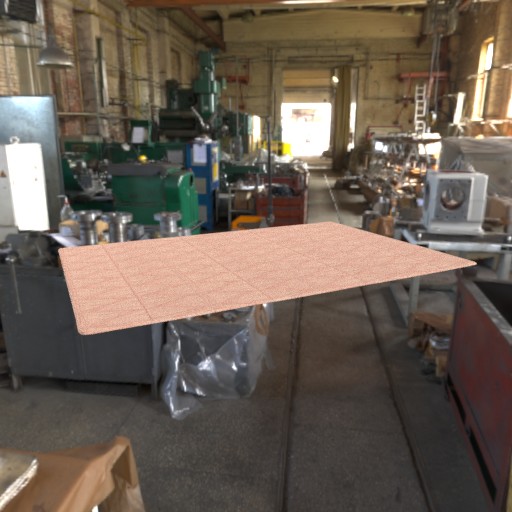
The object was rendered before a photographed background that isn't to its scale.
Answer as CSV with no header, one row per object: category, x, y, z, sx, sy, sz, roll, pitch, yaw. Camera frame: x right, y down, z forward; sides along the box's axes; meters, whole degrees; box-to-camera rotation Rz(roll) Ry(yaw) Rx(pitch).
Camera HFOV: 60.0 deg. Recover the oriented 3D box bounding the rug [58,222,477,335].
rug,0.000,0.000,3.006,2.390,0.015,1.609,-7,17,-25
